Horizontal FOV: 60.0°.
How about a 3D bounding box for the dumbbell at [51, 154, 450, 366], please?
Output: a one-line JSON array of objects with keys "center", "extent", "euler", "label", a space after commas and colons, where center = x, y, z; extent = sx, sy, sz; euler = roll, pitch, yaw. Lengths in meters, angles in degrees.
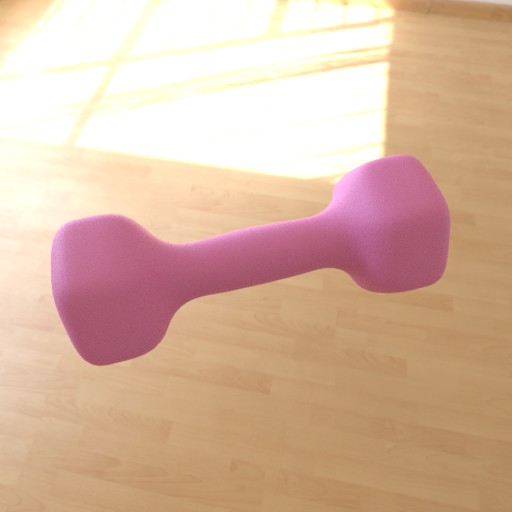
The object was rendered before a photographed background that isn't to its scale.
[{"center": [0.000, 0.000, 0.189], "extent": [0.159, 0.058, 0.064], "euler": [-12, 59, -7], "label": "dumbbell"}]
